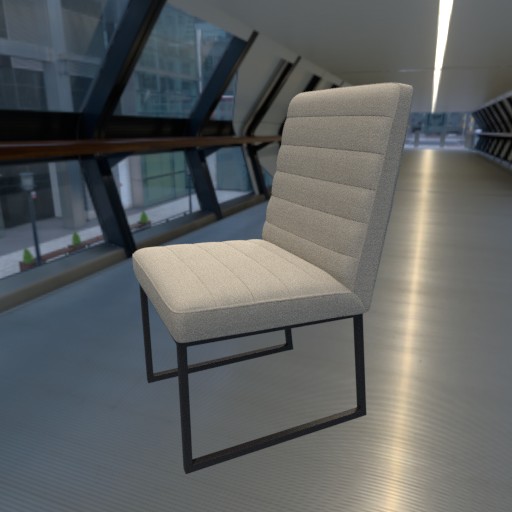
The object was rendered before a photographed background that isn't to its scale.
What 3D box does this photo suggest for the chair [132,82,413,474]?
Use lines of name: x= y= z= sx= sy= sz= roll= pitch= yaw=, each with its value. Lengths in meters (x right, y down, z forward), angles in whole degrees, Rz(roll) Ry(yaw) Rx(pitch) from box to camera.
chair: x=0.000 y=0.000 z=1.286 sx=0.634 sy=0.930 sz=0.520 roll=-8 pitch=18 yaw=-24
